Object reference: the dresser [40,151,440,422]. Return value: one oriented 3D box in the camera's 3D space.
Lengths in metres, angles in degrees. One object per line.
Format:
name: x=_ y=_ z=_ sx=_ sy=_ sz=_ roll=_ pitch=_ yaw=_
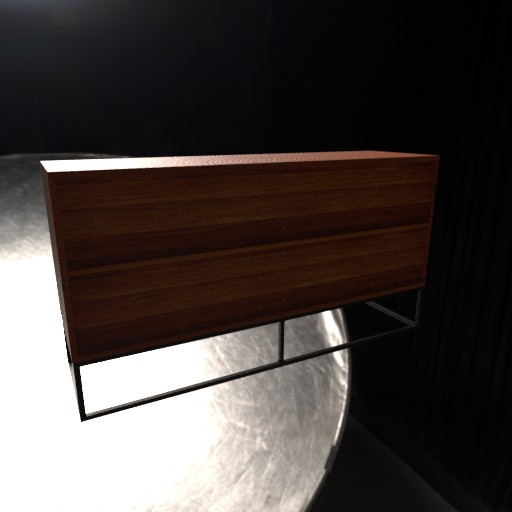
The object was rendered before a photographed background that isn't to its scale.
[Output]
dresser: x=0.000 y=0.000 z=1.871 sx=1.536 sy=0.810 sz=0.464 roll=-8 pitch=18 yaw=-26
